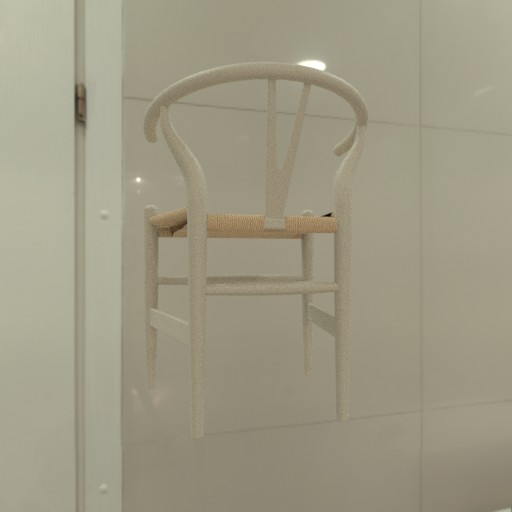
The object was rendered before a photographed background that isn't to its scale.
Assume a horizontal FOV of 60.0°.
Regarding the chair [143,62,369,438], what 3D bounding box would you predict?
[{"bbox_3d":[0.000,0.000,1.077,0.533,0.736,0.500,0,0,-17],"label":"chair"}]
